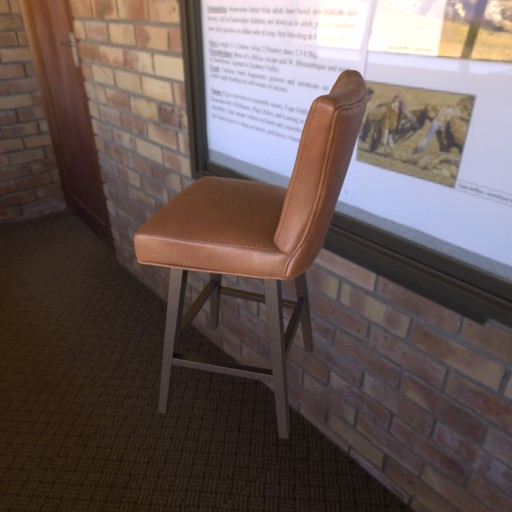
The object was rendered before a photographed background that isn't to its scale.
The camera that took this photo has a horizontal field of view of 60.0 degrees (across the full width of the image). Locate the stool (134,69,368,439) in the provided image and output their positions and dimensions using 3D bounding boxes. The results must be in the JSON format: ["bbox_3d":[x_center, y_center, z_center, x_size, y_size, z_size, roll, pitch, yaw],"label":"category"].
[{"bbox_3d":[0.000,0.000,1.448,0.585,1.094,0.522,9,31,15],"label":"stool"}]
